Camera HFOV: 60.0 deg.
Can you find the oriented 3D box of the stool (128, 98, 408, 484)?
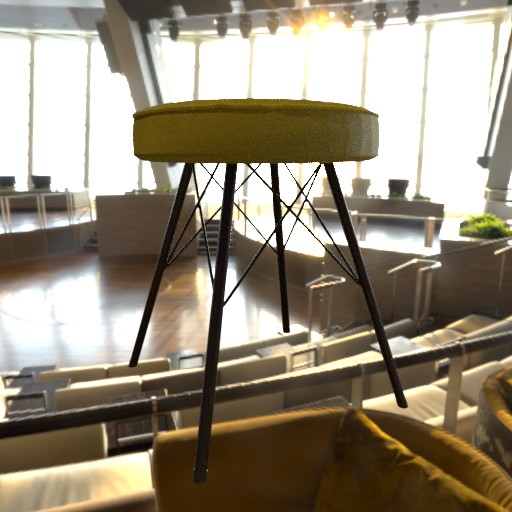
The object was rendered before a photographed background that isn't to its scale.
[{"bbox_3d":[0.000,0.000,0.802,0.409,0.508,0.409,-7,14,-28],"label":"stool"}]
